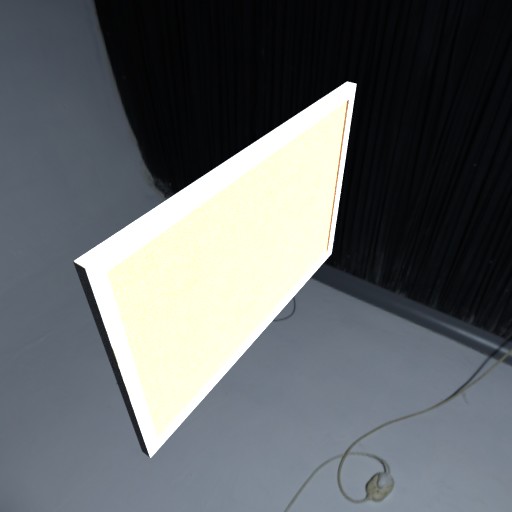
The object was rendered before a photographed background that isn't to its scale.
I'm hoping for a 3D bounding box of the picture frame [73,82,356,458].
[{"bbox_3d":[0.000,0.000,1.189,0.029,0.640,0.950,25,47,26],"label":"picture frame"}]
